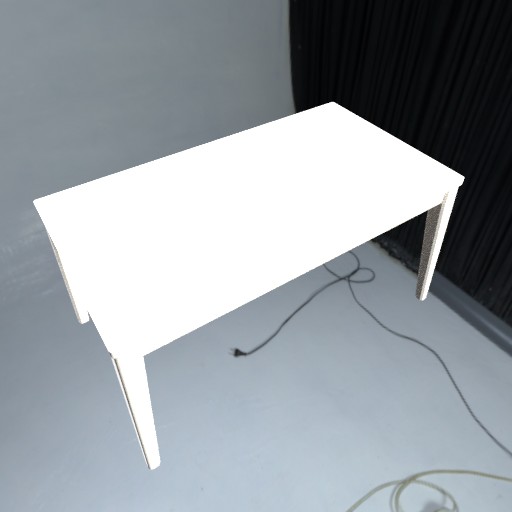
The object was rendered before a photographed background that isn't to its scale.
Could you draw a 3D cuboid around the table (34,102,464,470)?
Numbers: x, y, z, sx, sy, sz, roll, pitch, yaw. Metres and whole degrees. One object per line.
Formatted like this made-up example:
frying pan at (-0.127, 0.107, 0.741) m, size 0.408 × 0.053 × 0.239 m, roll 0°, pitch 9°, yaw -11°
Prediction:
table at (0.000, 0.000, 2.057) m, size 1.600 × 0.760 × 0.900 m, roll -25°, pitch 50°, yaw -23°
